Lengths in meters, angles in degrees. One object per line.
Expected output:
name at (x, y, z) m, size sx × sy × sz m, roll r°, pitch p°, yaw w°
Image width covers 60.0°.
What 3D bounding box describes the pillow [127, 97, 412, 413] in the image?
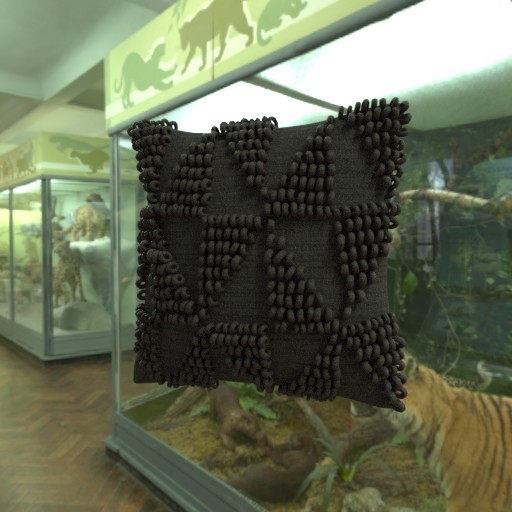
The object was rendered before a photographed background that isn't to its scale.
pillow at (0.000, 0.000, 0.715) m, size 0.470 × 0.467 × 0.172 m, roll 1°, pitch 2°, yaw 17°
